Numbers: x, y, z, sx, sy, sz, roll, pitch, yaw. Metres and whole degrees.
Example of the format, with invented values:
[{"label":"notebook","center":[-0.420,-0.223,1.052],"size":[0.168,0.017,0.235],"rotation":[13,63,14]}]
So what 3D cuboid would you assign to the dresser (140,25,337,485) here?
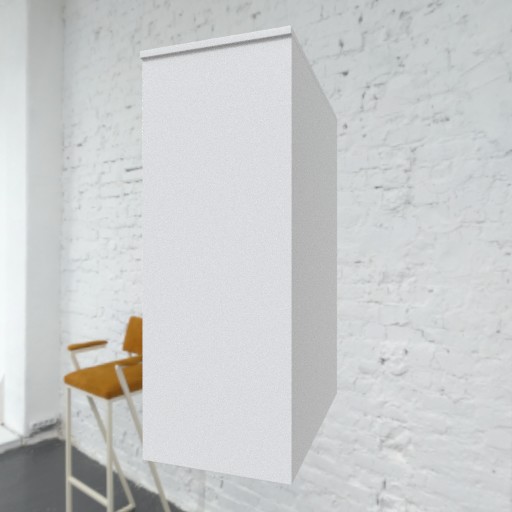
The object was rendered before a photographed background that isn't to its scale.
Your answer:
[{"label":"dresser","center":[0.000,0.000,1.378],"size":[0.401,1.021,0.704],"rotation":[0,0,19]}]
